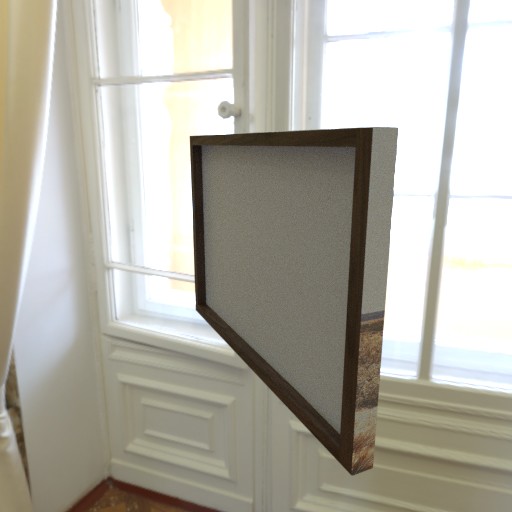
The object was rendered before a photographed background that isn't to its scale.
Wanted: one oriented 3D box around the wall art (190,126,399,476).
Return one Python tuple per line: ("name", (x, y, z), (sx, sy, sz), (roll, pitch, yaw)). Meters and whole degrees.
("wall art", (0.000, 0.000, 1.140), (0.050, 0.610, 0.914), (-7, 16, -25))
